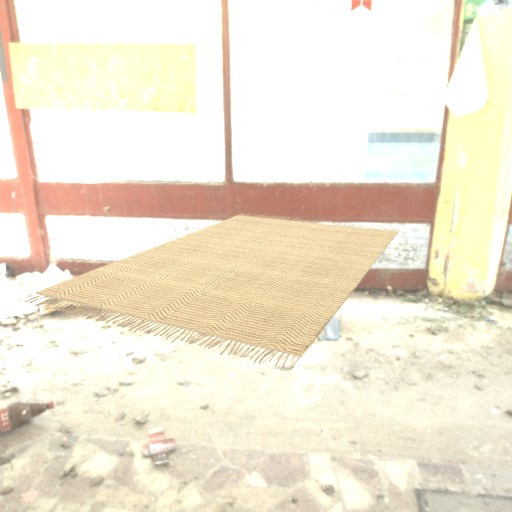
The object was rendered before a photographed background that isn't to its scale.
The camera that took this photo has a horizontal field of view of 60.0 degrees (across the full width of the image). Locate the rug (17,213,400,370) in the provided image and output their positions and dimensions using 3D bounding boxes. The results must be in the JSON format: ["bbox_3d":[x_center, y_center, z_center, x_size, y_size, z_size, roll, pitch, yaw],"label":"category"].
[{"bbox_3d":[0.000,0.000,2.428,1.224,0.027,2.021,8,19,25],"label":"rug"}]
